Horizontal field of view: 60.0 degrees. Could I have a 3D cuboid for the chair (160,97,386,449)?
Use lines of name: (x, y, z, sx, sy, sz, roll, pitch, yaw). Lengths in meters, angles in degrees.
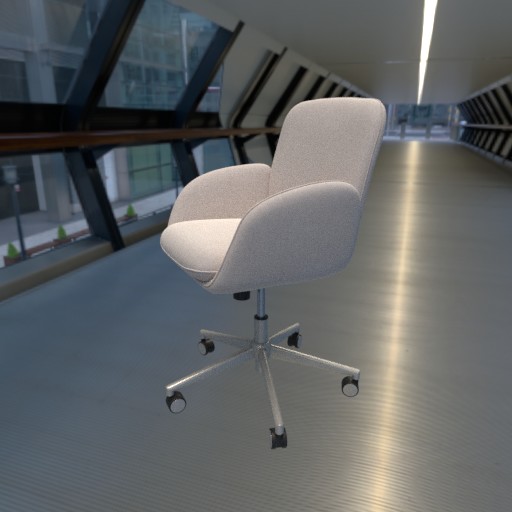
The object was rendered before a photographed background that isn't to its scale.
chair: (0.000, 0.000, 1.408, 0.633, 0.959, 0.648, -9, 20, -25)
